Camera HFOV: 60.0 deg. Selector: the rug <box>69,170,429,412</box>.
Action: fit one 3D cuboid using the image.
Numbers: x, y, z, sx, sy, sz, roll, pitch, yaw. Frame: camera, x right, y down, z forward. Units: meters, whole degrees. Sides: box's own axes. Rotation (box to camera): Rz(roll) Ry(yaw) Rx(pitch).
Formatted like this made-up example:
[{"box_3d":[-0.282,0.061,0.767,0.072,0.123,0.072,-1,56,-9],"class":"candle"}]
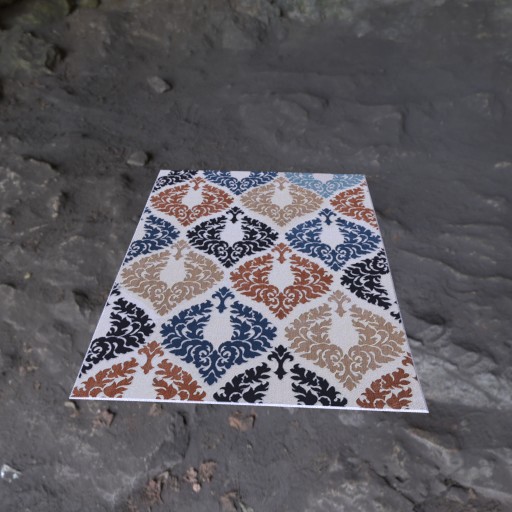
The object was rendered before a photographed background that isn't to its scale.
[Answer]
[{"box_3d":[0.000,0.000,4.106,2.423,0.014,3.040,2,41,2],"class":"rug"}]
